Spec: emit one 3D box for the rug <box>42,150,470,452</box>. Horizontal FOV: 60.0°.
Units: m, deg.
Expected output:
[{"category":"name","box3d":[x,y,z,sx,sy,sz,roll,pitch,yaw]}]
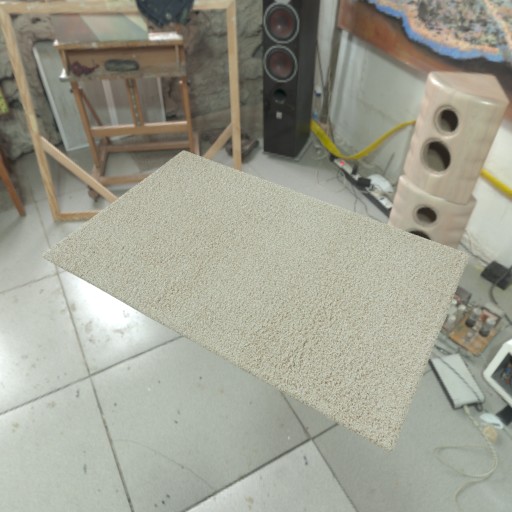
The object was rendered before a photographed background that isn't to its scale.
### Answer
[{"category":"rug","box3d":[0.000,0.000,2.968,2.438,0.030,1.524,24,50,22]}]
